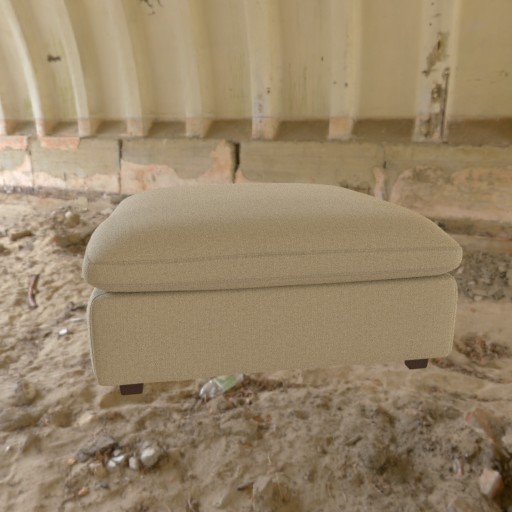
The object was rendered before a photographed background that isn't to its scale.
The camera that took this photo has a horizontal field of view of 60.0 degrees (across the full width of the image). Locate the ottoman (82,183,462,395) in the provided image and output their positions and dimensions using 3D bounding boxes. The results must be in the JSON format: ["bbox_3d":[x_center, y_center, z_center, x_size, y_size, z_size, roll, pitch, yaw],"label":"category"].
[{"bbox_3d":[0.000,0.000,1.549,0.996,0.467,0.977,-3,16,-9],"label":"ottoman"}]
